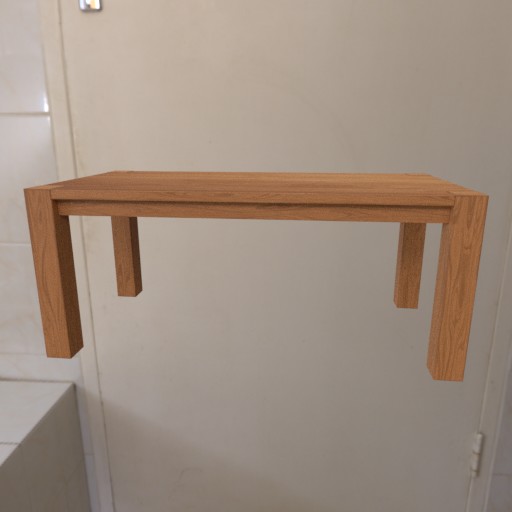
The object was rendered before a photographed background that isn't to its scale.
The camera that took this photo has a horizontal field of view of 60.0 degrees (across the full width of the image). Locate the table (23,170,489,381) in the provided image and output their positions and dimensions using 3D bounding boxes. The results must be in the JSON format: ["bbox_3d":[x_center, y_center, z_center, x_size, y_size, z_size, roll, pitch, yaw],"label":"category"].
[{"bbox_3d":[0.000,0.000,2.233,1.800,0.760,0.900,2,16,6],"label":"table"}]
